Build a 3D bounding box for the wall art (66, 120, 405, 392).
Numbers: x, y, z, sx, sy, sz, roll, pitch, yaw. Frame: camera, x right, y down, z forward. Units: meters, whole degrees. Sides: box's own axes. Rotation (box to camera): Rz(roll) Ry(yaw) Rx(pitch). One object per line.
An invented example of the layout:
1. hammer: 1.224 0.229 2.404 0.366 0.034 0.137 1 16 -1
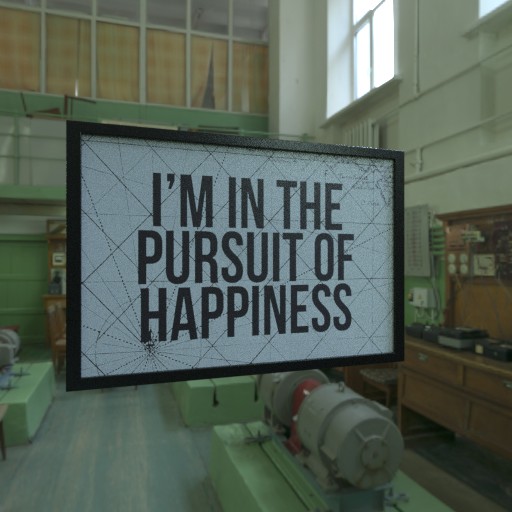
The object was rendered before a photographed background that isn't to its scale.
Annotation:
1. wall art: 0.000 0.000 1.037 0.819 0.552 0.015 0 0 -19
